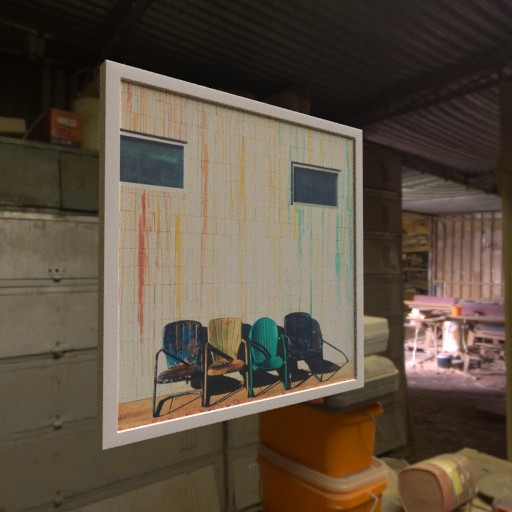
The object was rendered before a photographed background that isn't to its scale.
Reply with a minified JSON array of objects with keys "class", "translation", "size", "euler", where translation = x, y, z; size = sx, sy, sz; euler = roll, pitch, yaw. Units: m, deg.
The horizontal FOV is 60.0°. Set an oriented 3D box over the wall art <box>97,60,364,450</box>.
[{"class":"wall art","translation":[0.000,0.000,1.101],"size":[0.760,0.760,0.036],"euler":[1,-2,-36]}]
